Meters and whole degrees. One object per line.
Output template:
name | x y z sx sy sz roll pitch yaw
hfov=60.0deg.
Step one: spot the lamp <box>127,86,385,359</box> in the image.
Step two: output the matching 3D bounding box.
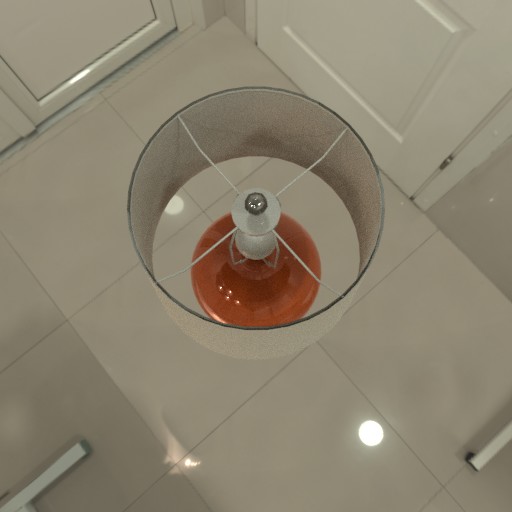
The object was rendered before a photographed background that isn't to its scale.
lamp | 0.000 0.000 0.540 0.247 0.387 0.247 0 77 0
